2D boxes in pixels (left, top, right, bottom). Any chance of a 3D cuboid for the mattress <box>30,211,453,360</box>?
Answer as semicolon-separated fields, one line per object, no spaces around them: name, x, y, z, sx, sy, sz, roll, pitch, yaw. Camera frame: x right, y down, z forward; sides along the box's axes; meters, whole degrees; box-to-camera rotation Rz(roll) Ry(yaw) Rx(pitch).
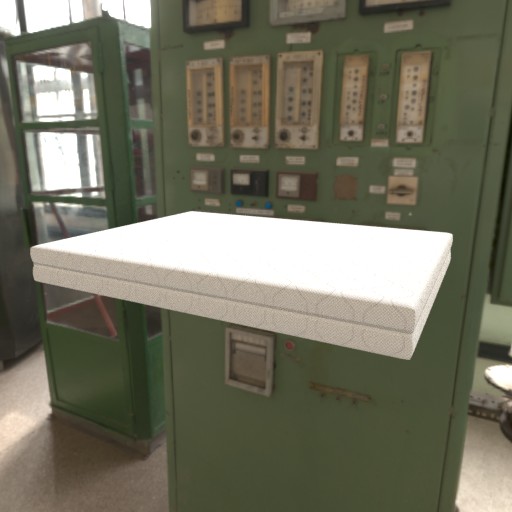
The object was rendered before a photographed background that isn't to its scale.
mattress;0.000;0.000;2.468;1.900;0.200;1.400;7;16;27
